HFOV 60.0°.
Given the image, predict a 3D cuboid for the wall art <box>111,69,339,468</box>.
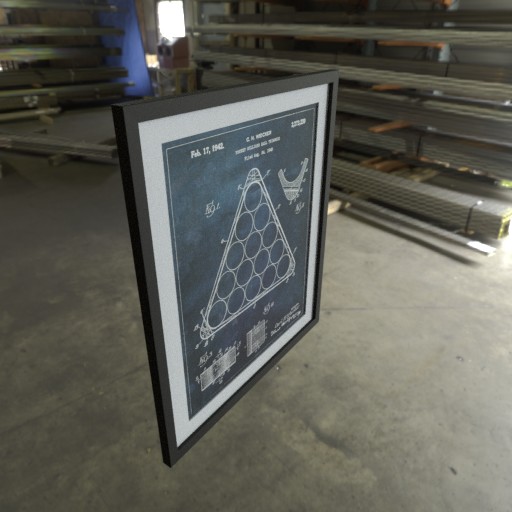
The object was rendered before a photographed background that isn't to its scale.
[{"bbox_3d":[0.000,0.000,1.177,0.028,0.863,0.755,19,33,31],"label":"wall art"}]
